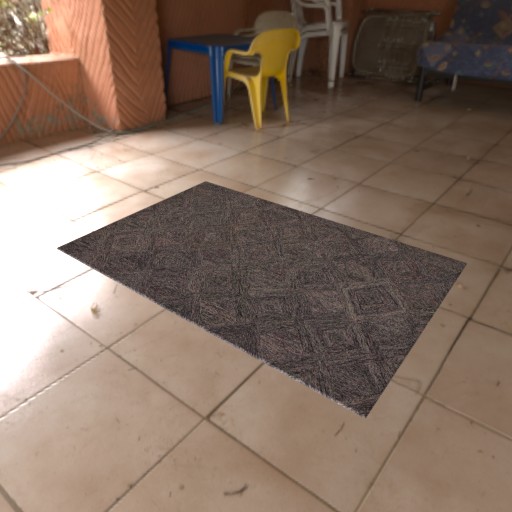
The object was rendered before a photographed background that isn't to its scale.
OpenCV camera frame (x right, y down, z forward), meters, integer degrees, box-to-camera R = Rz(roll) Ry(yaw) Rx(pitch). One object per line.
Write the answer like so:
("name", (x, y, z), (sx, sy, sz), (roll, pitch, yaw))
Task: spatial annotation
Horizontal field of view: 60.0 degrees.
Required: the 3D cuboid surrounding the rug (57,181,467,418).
("rug", (0.000, 0.000, 2.958), (2.298, 0.017, 1.501), (22, 38, 31))
